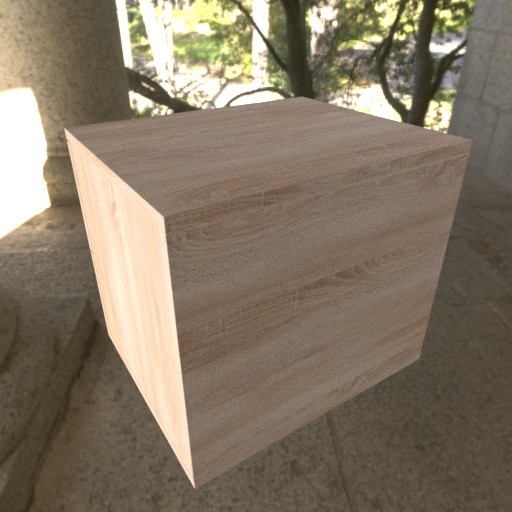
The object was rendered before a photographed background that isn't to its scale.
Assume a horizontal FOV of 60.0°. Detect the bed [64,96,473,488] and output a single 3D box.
[{"bbox_3d":[0.000,0.000,0.757,0.460,0.420,0.401,-18,35,-28],"label":"bed"}]
